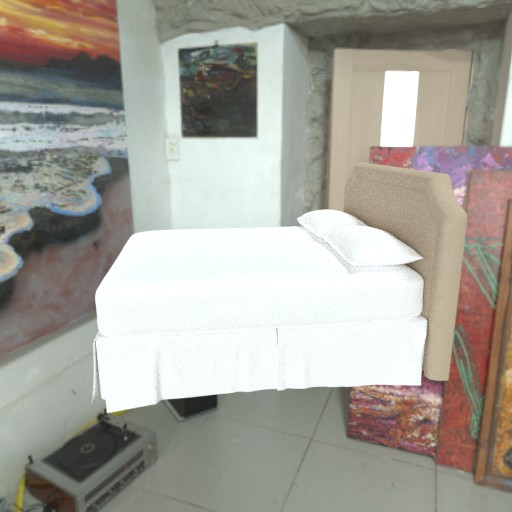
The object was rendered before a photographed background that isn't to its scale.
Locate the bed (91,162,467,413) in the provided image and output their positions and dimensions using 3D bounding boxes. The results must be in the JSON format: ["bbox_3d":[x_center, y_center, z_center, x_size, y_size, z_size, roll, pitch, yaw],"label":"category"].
[{"bbox_3d":[0.000,0.000,3.332,2.204,1.301,1.828,-2,15,-8],"label":"bed"}]
